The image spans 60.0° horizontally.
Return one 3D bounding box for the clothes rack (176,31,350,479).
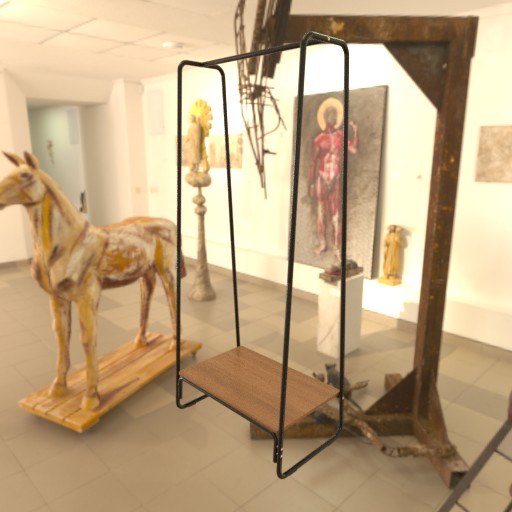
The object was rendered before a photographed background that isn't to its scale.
[{"bbox_3d":[0.000,0.000,1.753,0.400,1.500,0.640,-13,19,-43],"label":"clothes rack"}]
